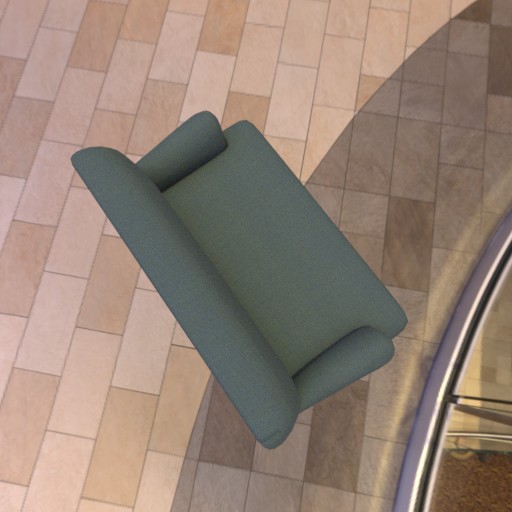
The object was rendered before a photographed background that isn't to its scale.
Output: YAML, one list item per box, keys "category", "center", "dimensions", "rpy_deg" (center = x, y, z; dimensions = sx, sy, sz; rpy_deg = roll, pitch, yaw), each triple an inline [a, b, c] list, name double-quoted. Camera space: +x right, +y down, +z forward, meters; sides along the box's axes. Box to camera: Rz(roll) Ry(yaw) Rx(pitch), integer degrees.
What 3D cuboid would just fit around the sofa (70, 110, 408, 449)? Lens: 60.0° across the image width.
- category: "sofa"
  center: [0.000, 0.000, 1.874]
  dimensions: [0.779, 0.889, 1.297]
  rpy_deg: [-35, 78, -9]
